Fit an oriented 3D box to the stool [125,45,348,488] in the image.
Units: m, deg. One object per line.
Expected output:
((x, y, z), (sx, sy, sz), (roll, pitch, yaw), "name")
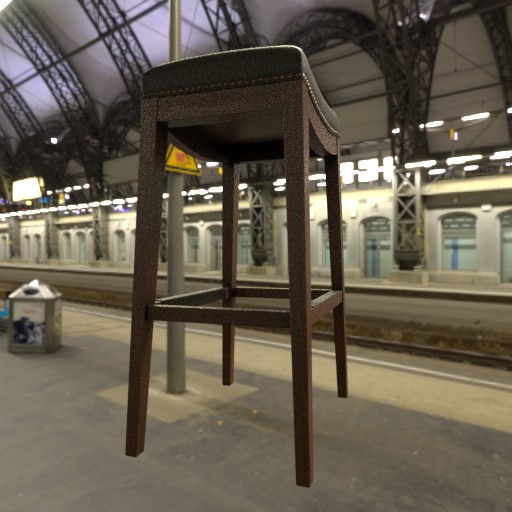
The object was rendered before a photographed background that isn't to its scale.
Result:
((0.000, 0.000, 1.025), (0.361, 0.765, 0.500), (0, 1, 19), "stool")
